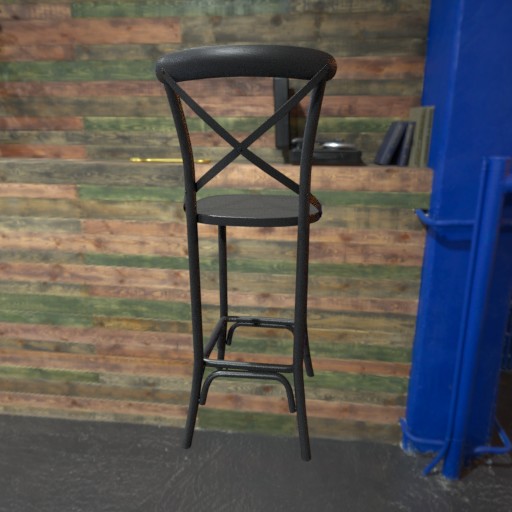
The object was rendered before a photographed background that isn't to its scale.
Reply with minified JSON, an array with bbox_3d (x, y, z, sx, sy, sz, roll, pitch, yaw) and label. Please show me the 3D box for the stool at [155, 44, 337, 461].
[{"bbox_3d":[0.000,0.000,1.450,0.457,1.168,0.584,2,16,8],"label":"stool"}]
